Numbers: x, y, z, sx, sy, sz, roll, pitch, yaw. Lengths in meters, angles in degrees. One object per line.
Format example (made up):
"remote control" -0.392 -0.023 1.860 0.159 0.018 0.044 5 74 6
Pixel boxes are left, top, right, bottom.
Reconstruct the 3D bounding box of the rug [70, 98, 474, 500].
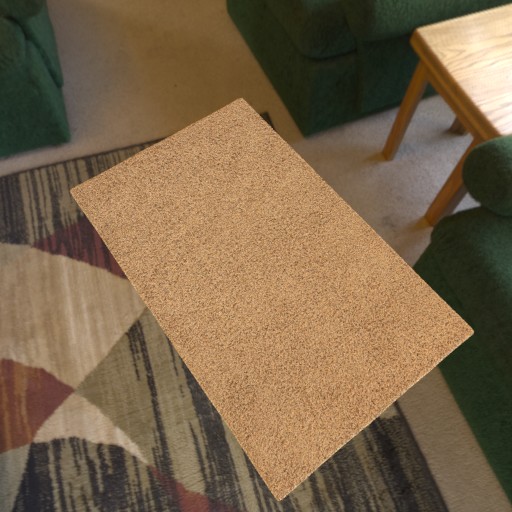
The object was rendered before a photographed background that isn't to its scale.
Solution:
"rug" 0.000 0.000 2.944 1.524 0.030 2.438 -34 68 -16
